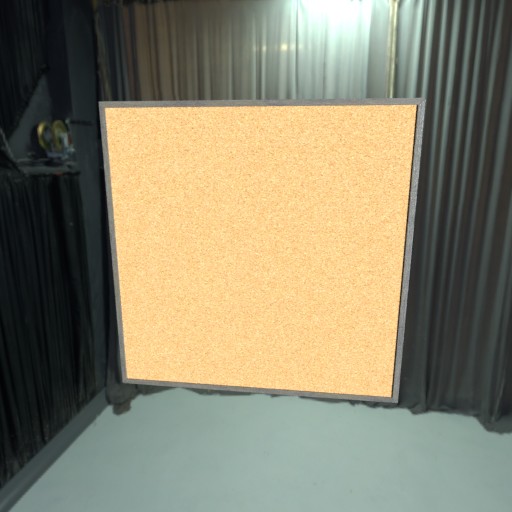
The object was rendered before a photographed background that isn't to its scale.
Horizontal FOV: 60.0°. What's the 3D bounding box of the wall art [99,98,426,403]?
[{"bbox_3d":[0.000,0.000,0.765,0.507,0.507,0.037,2,15,7],"label":"wall art"}]
